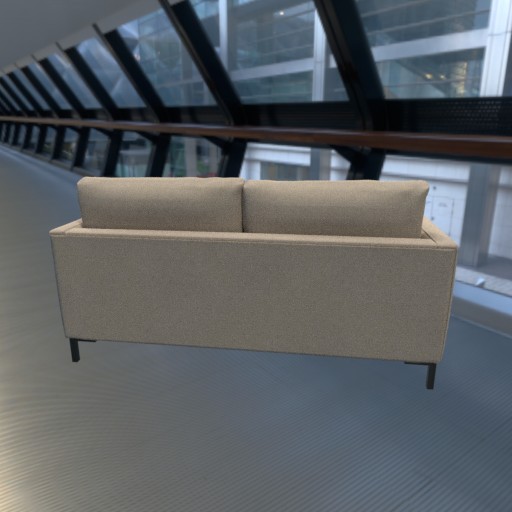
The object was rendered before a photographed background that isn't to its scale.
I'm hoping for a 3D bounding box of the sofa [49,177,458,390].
[{"bbox_3d":[0.000,0.000,2.225,1.682,0.840,0.875,2,17,8],"label":"sofa"}]
